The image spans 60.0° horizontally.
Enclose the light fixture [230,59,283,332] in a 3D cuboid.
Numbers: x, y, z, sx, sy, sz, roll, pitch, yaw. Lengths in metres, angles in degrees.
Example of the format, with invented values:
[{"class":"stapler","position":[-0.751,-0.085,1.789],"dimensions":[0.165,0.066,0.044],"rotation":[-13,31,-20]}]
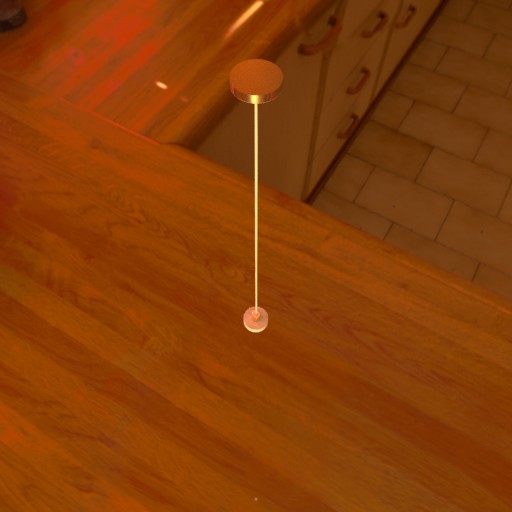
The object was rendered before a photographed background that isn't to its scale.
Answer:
[{"class":"light fixture","position":[0.000,0.000,1.726],"dimensions":[0.129,1.669,0.129],"rotation":[1,61,0]}]
